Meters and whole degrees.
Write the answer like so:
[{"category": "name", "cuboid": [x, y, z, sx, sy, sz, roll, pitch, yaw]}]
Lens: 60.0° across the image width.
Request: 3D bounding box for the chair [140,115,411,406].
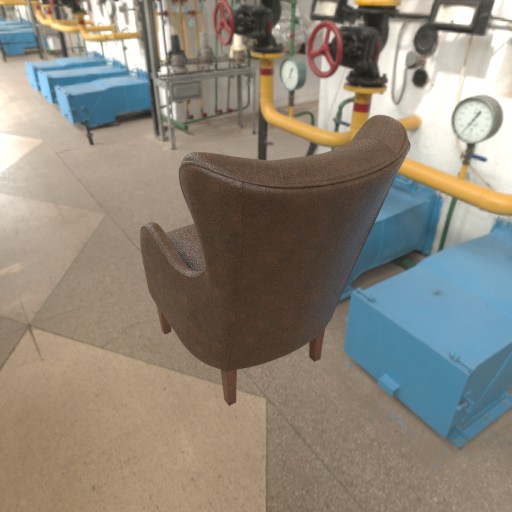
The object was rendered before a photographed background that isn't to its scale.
[{"category": "chair", "cuboid": [0.000, 0.000, 1.648, 0.692, 1.048, 0.914, -19, 37, -27]}]
